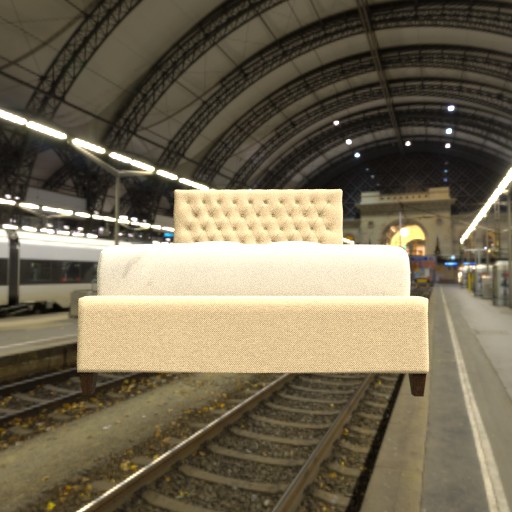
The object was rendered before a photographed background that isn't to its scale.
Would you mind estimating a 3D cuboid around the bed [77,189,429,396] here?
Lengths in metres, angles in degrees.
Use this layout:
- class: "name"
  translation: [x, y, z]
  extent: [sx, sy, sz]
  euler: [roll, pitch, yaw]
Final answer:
- class: "bed"
  translation: [0.000, 0.000, 3.295]
  extent: [1.698, 1.427, 2.387]
  euler: [0, -2, 1]
